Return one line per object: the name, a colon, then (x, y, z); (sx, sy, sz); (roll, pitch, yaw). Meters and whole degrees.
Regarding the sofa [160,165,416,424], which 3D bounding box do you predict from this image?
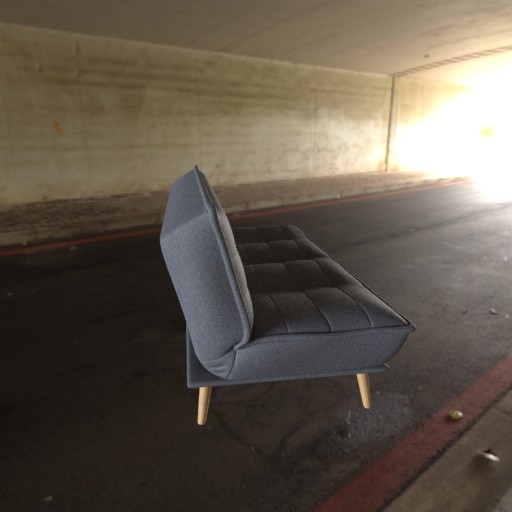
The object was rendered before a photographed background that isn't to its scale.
sofa: (0.000, 0.000, 2.515); (0.950, 0.890, 1.940); (-2, 16, -9)
